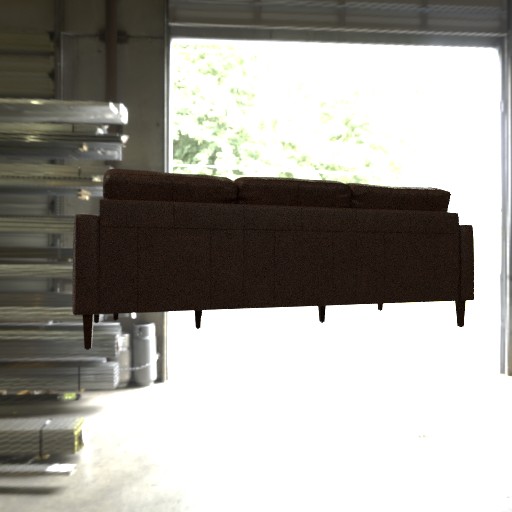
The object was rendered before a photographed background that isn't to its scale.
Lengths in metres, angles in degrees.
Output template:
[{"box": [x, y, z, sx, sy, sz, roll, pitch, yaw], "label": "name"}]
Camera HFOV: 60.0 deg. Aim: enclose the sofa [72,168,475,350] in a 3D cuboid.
[{"box": [0.000, 0.000, 3.003, 2.185, 0.841, 1.613, 0, 0, -17], "label": "sofa"}]
